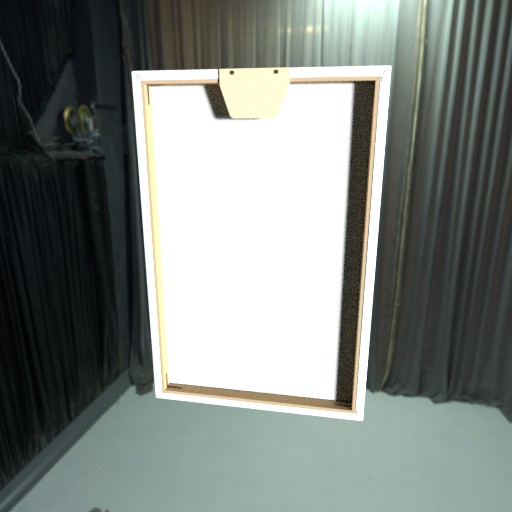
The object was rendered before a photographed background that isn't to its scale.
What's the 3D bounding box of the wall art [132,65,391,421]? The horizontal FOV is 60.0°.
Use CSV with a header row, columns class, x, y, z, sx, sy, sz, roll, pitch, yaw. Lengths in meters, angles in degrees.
class,x,y,z,sx,sy,sz,roll,pitch,yaw
wall art,0.000,0.000,1.153,0.602,0.902,0.048,3,17,10
